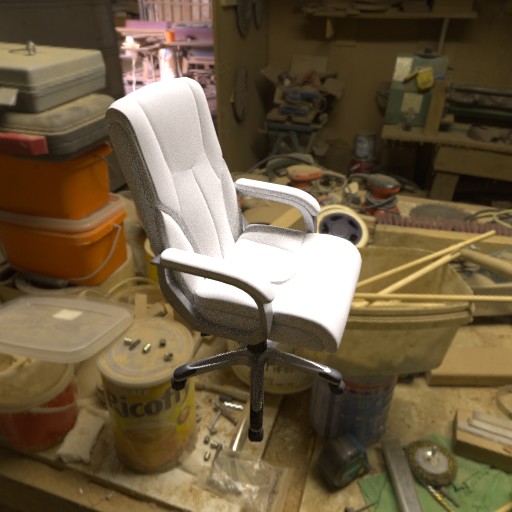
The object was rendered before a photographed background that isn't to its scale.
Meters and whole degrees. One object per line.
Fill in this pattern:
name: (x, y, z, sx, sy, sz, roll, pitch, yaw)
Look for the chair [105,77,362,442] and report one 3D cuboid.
chair: (0.000, 0.000, 1.573, 0.738, 1.120, 0.687, 10, 33, 17)
